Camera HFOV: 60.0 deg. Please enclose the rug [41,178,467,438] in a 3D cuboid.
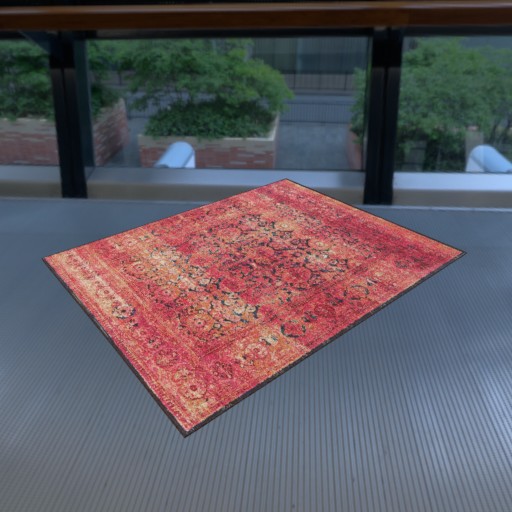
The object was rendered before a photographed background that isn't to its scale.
[{"bbox_3d":[0.000,0.000,4.016,3.032,0.020,2.411,-24,38,-33],"label":"rug"}]
